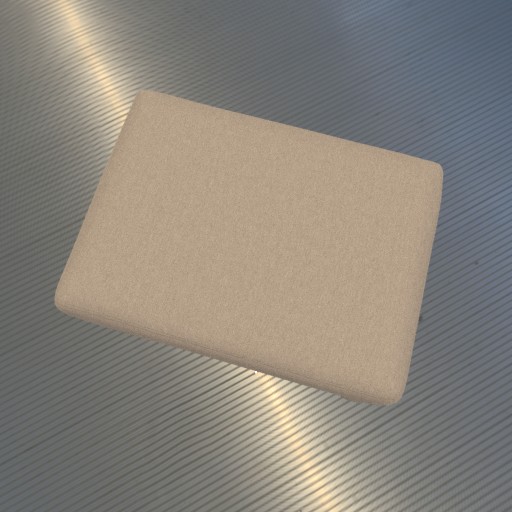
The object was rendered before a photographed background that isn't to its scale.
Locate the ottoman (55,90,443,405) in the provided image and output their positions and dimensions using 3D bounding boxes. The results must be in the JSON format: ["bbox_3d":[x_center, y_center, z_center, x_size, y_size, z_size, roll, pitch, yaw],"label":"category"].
[{"bbox_3d":[0.000,0.000,1.164,0.773,0.497,0.574,15,76,4],"label":"ottoman"}]
